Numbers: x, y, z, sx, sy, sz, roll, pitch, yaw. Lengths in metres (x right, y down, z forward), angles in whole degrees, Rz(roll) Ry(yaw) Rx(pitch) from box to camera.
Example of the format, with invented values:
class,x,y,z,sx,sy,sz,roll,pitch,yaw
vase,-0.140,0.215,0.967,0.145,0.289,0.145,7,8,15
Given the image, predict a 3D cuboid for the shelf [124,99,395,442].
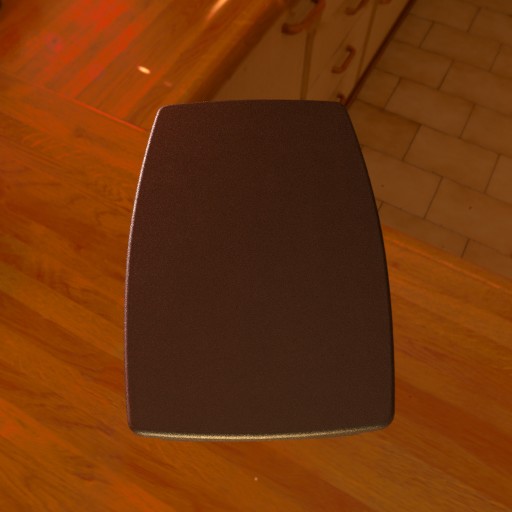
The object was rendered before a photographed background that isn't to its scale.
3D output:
class,x,y,z,sx,sy,sz,roll,pitch,yaw
shelf,0.000,0.000,0.524,0.280,0.100,0.410,-1,63,-1
